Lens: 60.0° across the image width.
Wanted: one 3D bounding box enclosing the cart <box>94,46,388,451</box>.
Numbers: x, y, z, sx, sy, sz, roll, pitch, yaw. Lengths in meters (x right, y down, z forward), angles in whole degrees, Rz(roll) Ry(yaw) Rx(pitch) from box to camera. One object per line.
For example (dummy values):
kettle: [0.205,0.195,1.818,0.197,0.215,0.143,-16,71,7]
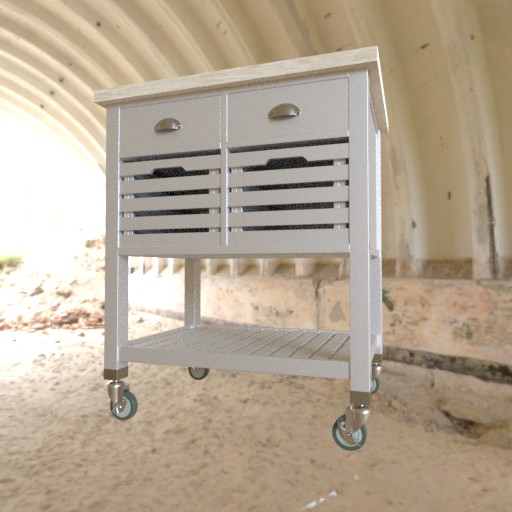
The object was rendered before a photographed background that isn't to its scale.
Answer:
cart: [0.000,0.000,1.360,0.762,0.914,0.559,-1,-2,19]
